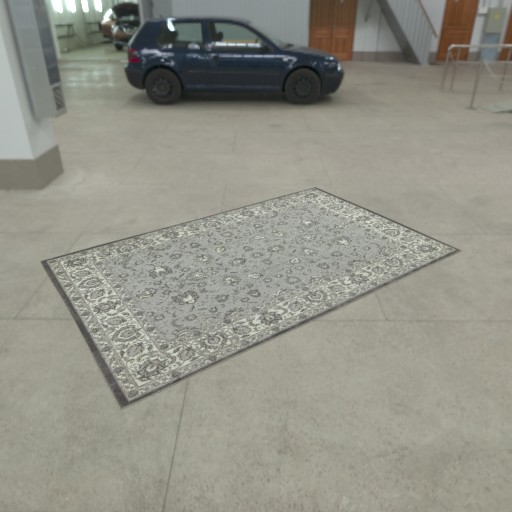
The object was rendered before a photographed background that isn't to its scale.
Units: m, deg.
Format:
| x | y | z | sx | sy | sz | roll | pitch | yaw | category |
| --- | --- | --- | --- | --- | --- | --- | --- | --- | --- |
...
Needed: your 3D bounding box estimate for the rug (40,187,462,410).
| x | y | z | sx | sy | sz | roll | pitch | yaw | category |
| --- | --- | --- | --- | --- | --- | --- | --- | --- | --- |
| 0.000 | 0.000 | 3.003 | 2.438 | 0.011 | 1.524 | -19 | 34 | -30 | rug |
